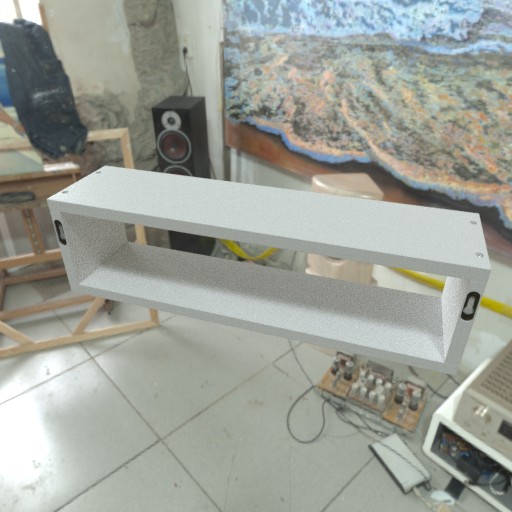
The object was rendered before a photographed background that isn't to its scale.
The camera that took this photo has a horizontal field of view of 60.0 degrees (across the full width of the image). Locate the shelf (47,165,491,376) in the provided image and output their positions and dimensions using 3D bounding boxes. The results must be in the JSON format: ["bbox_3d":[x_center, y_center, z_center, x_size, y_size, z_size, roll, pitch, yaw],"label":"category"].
[{"bbox_3d":[0.000,0.000,0.687,0.610,0.170,0.150,10,33,15],"label":"shelf"}]
